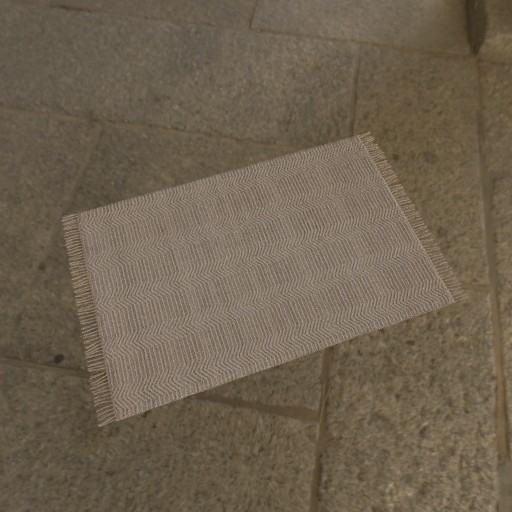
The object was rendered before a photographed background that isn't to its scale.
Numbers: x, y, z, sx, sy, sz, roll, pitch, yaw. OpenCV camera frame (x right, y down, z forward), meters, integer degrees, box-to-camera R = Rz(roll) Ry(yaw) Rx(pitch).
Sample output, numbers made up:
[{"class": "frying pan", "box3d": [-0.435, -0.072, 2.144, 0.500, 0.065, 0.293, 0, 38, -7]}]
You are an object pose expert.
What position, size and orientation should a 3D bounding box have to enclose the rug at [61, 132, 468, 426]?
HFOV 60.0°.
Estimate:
[{"class": "rug", "box3d": [0.000, 0.000, 3.116, 2.523, 0.034, 1.528, -17, 65, -8]}]
